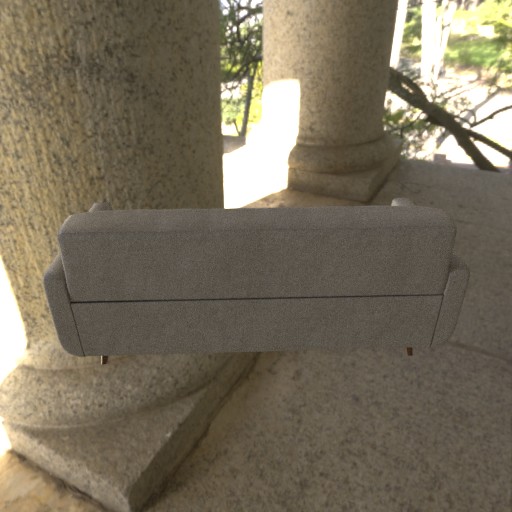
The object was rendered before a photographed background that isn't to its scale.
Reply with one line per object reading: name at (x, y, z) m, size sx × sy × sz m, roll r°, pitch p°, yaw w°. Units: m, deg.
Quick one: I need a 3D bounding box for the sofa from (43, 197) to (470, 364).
sofa at (0.000, 0.000, 2.596) m, size 2.055 × 0.873 × 0.968 m, roll -1°, pitch 30°, yaw -2°
